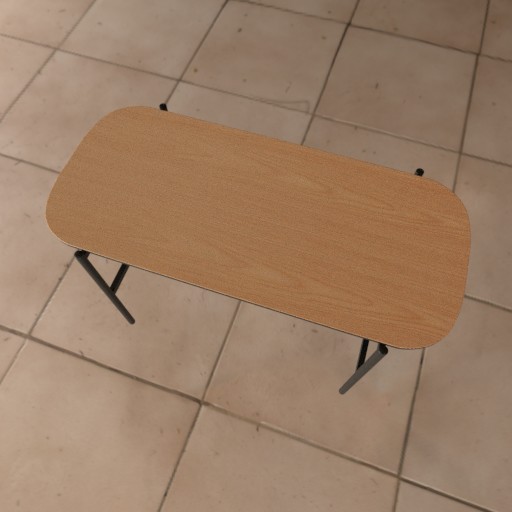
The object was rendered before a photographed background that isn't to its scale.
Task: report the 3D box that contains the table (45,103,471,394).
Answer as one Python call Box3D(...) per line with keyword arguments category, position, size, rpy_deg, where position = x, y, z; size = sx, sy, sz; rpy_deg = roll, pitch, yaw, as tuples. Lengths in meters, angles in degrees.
Box3D(category="table", position=(0.000, 0.000, 1.029), size=(0.800, 0.400, 0.400), rpy_deg=(17, 65, 8))
